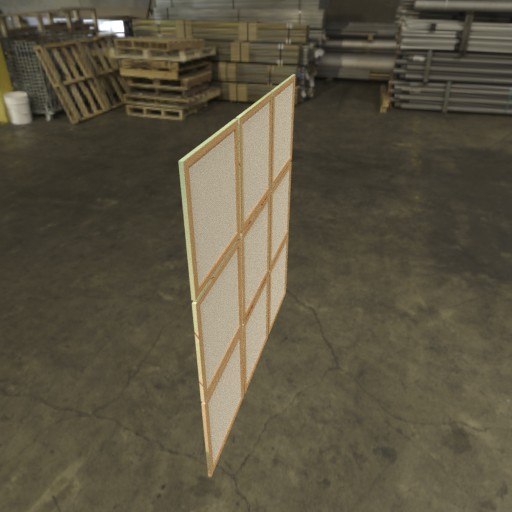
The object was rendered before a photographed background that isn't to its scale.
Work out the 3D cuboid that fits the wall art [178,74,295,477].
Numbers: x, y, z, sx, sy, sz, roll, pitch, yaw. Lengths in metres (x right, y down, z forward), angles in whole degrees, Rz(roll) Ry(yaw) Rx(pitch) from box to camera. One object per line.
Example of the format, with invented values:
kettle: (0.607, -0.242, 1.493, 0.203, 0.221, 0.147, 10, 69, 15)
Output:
wall art: (0.000, 0.000, 1.831, 0.013, 1.219, 1.214, 9, 32, 14)
